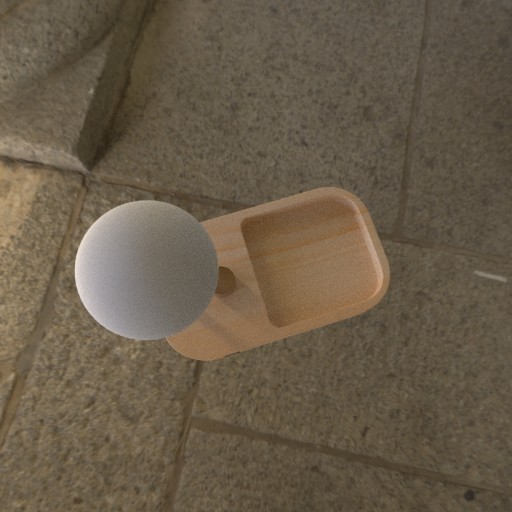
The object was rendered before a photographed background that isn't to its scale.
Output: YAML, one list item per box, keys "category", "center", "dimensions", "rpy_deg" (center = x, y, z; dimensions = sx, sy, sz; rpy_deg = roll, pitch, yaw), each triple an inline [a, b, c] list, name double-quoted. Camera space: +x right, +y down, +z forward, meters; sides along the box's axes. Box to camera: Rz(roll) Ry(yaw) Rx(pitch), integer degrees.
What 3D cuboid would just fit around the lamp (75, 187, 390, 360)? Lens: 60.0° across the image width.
- category: "lamp"
  center: [0.000, 0.000, 0.472]
  dimensions: [0.331, 0.253, 0.173]
  rpy_deg: [-17, 76, -4]
